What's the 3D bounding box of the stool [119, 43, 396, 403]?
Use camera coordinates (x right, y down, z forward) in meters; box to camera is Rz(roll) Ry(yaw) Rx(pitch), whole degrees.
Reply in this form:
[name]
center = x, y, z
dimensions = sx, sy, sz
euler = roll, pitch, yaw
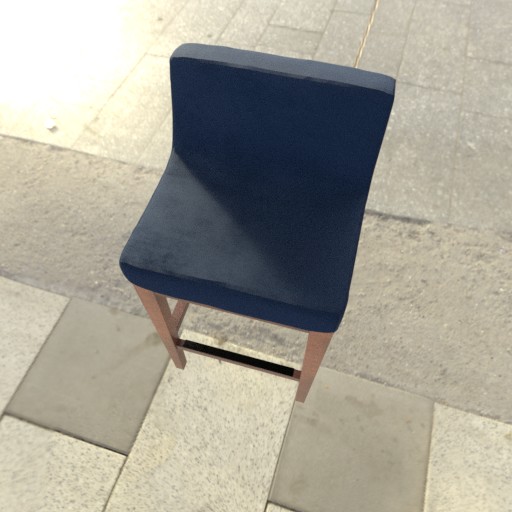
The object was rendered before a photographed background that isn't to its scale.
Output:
[stool]
center = 0.000, 0.000, 1.253
dimensions = 0.511, 0.945, 0.516
euler = 13, 58, 8
